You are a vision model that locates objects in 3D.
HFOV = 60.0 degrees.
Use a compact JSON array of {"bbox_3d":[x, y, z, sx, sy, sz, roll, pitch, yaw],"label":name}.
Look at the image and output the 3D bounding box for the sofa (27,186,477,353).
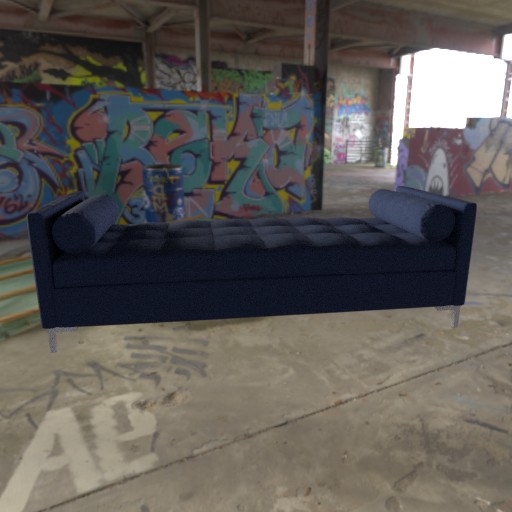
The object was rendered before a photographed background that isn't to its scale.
[{"bbox_3d":[0.000,0.000,2.455,2.102,0.657,0.797,-2,15,-8],"label":"sofa"}]
